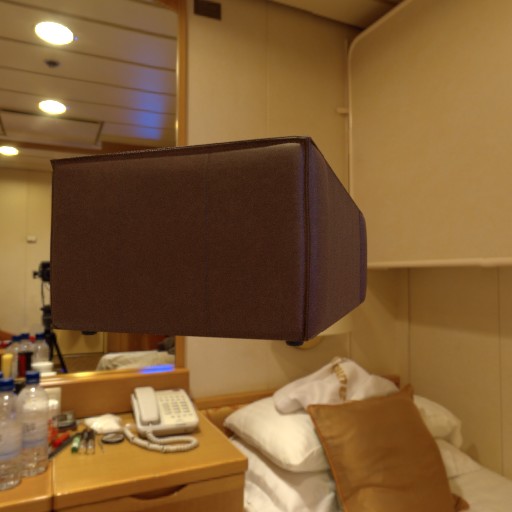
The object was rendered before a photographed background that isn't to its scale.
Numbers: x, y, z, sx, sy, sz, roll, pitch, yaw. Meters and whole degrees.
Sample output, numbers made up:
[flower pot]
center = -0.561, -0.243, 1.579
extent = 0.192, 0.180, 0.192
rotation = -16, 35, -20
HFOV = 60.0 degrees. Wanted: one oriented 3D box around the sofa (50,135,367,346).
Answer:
[sofa]
center = 0.000, 0.000, 2.522
extent = 1.102, 0.703, 2.088
rotation = -1, -2, 18
